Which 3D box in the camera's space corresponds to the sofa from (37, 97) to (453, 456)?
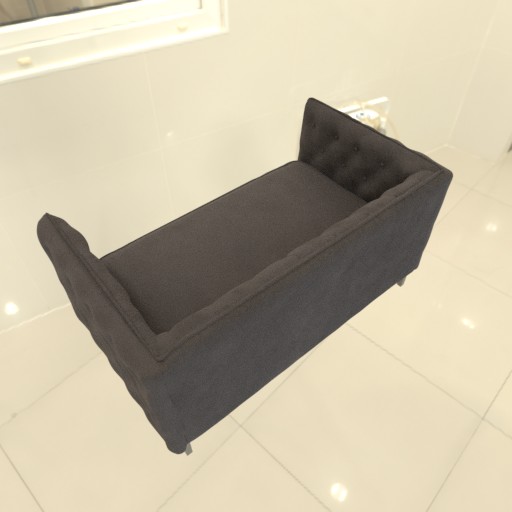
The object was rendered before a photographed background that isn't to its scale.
[{"bbox_3d":[0.000,0.000,2.104,1.583,0.810,0.909,-31,54,-26],"label":"sofa"}]
